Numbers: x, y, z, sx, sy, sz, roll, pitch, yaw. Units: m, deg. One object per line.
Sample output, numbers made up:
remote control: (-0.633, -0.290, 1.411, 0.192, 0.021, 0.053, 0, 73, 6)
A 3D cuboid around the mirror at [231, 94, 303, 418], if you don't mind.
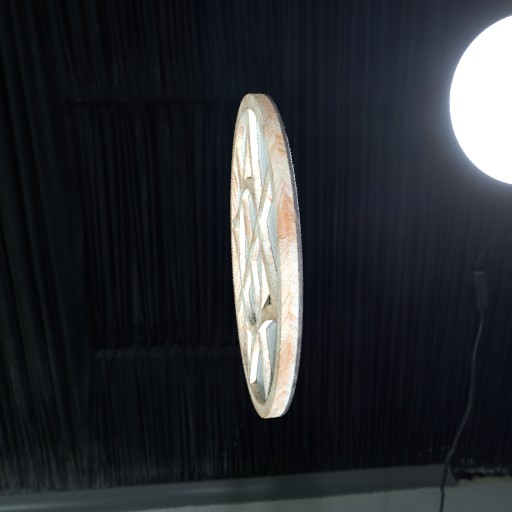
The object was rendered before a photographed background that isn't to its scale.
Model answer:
mirror: (0.000, 0.000, 1.035, 0.038, 0.710, 0.710, -3, 17, -9)
